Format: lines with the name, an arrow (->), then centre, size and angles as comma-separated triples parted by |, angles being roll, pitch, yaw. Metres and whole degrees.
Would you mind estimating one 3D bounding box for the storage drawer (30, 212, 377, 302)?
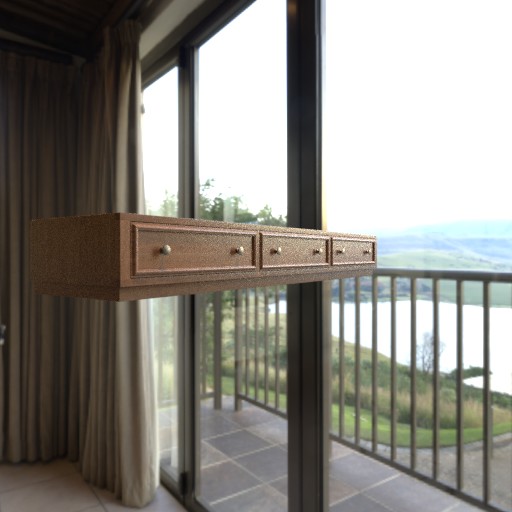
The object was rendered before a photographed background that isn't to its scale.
storage drawer -> 0.000, 0.000, 2.260 | 0.538, 0.264, 2.032 | 0, 0, 36
